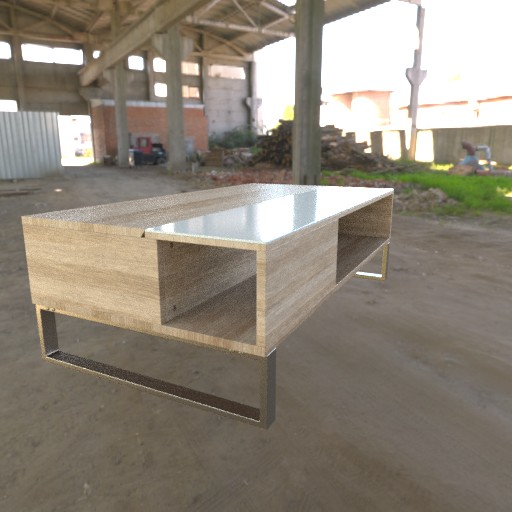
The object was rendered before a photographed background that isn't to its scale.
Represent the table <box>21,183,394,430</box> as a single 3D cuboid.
[{"bbox_3d":[0.000,0.000,1.362,0.600,0.350,1.100,7,15,26],"label":"table"}]
